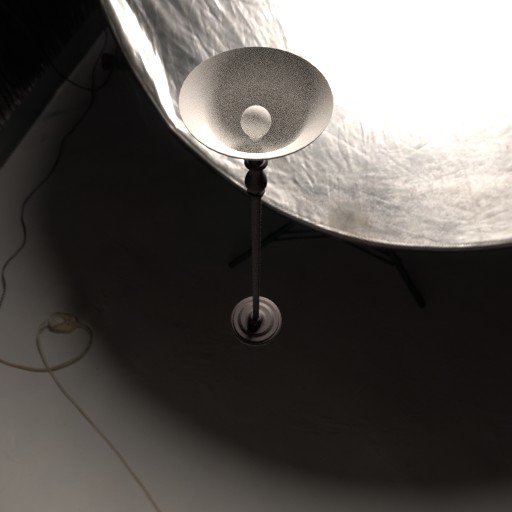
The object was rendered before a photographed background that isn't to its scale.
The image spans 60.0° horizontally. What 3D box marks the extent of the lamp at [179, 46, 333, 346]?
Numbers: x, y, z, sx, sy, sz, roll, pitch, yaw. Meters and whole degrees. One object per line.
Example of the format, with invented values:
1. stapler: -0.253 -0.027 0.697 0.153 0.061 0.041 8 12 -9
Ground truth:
1. lamp: 0.000 0.000 1.958 0.405 1.797 0.405 16 64 8
